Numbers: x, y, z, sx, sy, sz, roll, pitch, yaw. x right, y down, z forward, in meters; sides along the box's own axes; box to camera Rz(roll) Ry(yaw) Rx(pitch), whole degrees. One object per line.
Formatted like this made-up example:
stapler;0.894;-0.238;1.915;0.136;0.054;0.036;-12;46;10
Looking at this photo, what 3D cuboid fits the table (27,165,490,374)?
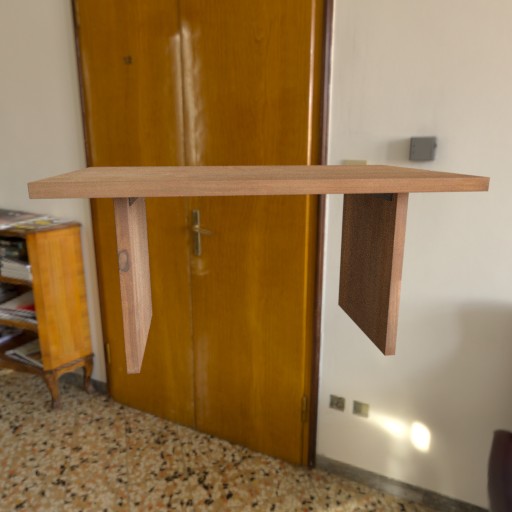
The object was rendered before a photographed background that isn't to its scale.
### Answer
table;0.000;0.000;2.073;1.609;0.780;0.946;-2;15;-8
